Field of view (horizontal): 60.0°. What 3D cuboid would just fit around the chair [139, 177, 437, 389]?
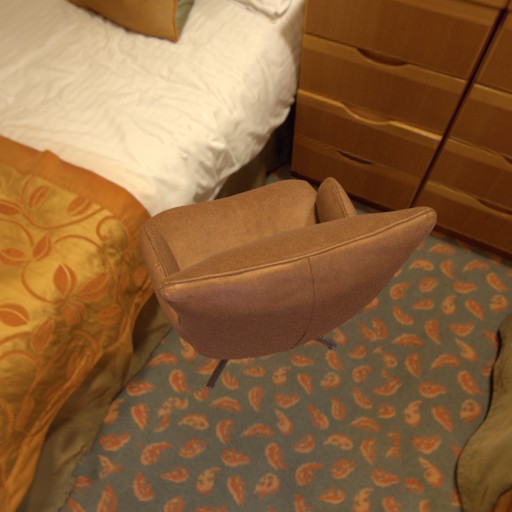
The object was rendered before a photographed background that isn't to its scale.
[{"bbox_3d":[0.000,0.000,1.492,0.711,1.027,0.794,-16,59,-10],"label":"chair"}]
